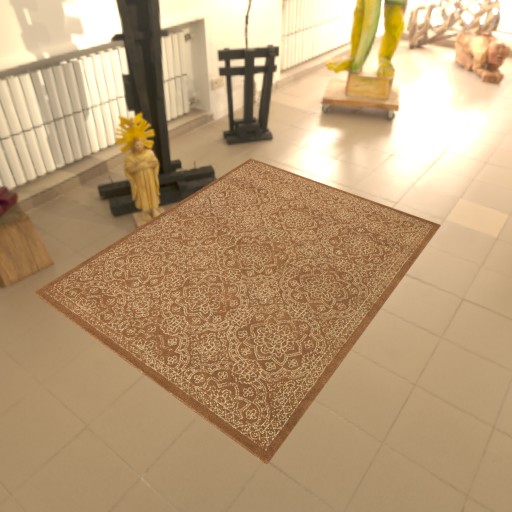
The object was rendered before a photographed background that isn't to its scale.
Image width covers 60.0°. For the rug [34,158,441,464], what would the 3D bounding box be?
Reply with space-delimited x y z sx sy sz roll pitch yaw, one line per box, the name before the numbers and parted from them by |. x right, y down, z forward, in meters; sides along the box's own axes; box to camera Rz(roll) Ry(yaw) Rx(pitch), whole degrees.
rug | 0.000 0.000 4.145 2.441 0.015 3.050 25 46 27
